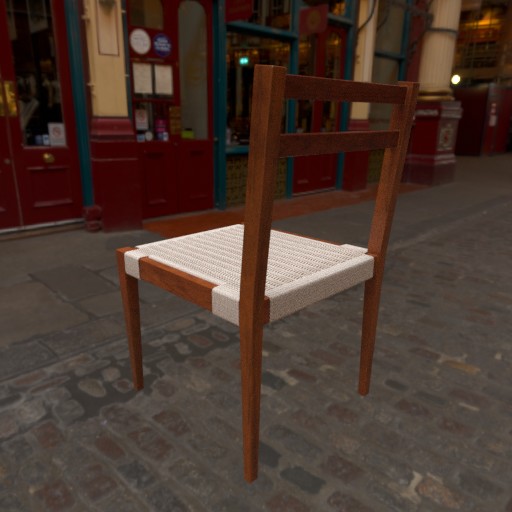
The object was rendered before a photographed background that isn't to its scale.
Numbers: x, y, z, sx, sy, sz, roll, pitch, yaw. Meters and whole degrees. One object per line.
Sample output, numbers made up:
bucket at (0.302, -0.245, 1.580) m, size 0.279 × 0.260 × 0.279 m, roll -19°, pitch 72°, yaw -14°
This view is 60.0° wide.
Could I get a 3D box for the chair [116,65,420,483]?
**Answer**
chair at (0.000, 0.000, 1.162) m, size 0.495 × 0.851 × 0.569 m, roll -16°, pitch 23°, yaw -42°
